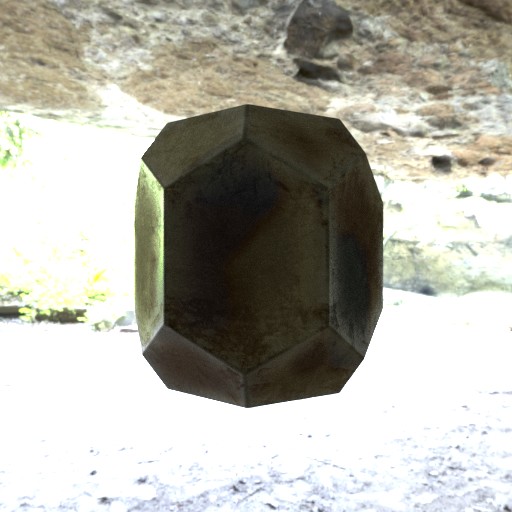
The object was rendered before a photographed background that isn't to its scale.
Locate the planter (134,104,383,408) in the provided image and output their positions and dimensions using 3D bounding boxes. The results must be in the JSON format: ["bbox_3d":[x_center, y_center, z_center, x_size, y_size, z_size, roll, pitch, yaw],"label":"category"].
[{"bbox_3d":[0.000,0.000,0.432,0.221,0.238,0.243,0,0,34],"label":"planter"}]
